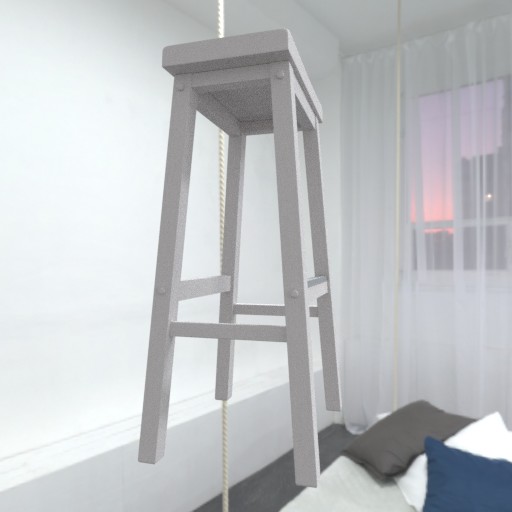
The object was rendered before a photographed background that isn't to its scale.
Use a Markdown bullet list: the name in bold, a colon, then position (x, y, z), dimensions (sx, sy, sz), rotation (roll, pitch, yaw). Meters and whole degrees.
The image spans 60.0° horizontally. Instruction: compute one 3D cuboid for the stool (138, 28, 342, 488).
- **stool**: position (0.000, 0.000, 0.946), dimensions (0.322, 0.742, 0.406), rotation (0, -1, 16)
